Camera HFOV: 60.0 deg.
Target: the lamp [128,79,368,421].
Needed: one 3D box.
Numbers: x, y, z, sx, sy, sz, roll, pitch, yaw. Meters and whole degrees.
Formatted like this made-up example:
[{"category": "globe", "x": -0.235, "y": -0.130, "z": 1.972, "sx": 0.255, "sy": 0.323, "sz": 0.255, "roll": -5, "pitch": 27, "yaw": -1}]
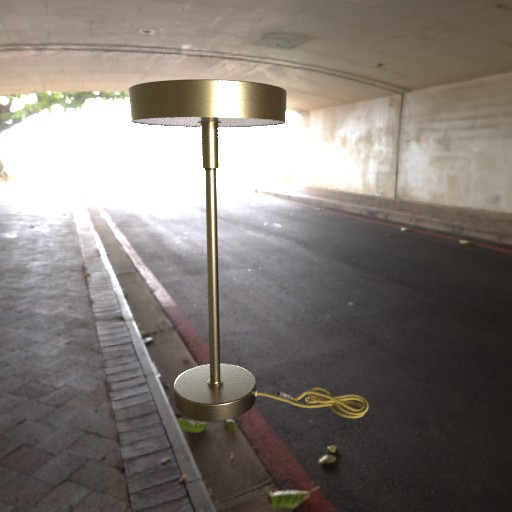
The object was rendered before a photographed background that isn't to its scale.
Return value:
[{"category": "lamp", "x": 0.000, "y": 0.000, "z": 0.697, "sx": 0.369, "sy": 0.508, "sz": 0.229, "roll": 2, "pitch": 13, "yaw": 9}]
